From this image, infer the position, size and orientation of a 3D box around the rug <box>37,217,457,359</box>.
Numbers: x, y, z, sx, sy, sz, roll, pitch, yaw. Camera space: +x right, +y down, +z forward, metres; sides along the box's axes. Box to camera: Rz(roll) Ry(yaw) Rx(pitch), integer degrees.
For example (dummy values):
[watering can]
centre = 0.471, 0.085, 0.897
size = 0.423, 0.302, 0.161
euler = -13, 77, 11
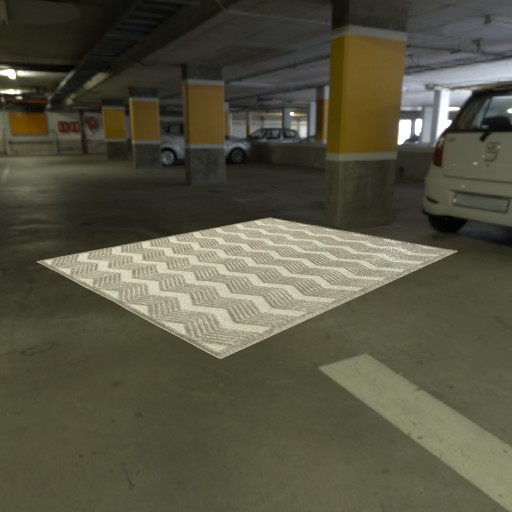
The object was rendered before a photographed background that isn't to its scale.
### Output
[rug]
centre = 0.000, 0.000, 3.927
size = 2.880, 0.005, 2.391
euler = -15, 21, -43
